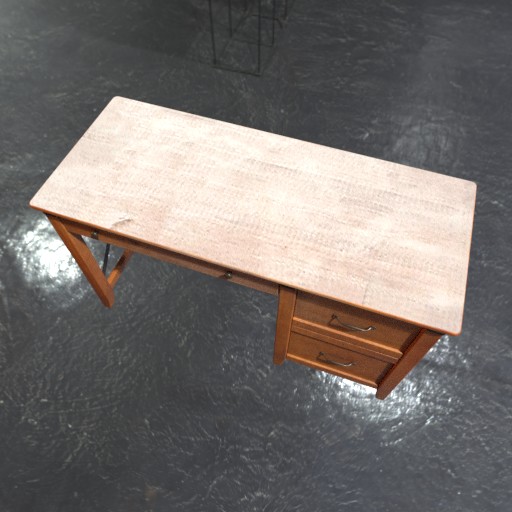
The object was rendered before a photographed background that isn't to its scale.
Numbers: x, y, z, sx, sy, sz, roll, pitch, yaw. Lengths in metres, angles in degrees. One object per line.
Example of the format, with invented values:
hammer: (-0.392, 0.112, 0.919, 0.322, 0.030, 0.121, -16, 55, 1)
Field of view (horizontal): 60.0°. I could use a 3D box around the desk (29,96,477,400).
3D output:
desk: (0.000, 0.000, 1.759, 1.353, 0.756, 0.574, 16, 59, 10)
